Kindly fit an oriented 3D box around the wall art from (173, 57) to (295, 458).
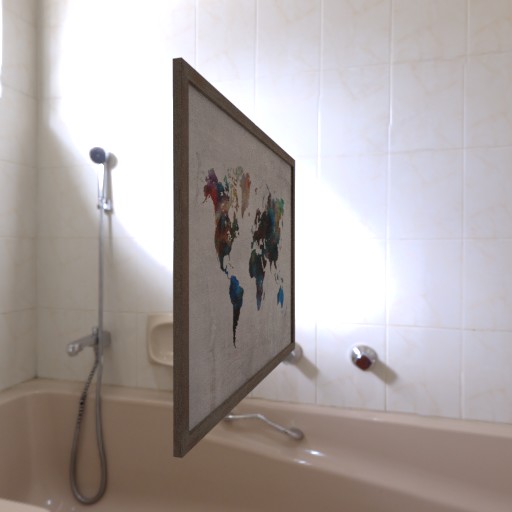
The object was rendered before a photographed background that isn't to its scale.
[{"bbox_3d":[0.000,0.000,1.341,0.019,0.774,1.012,0,1,17],"label":"wall art"}]
